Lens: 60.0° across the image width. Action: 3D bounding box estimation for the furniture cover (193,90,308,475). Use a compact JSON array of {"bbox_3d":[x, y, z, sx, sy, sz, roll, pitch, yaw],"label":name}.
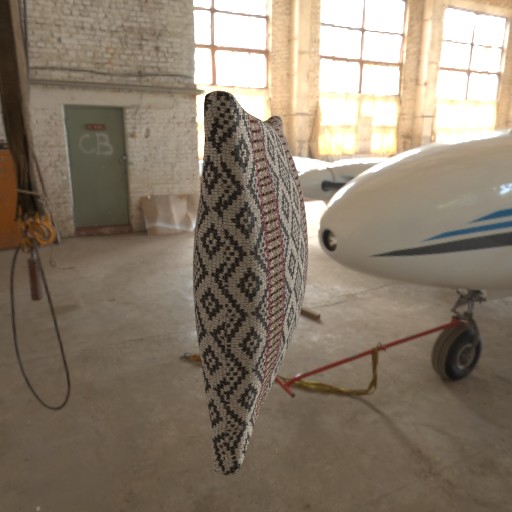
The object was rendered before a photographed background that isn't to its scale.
[{"bbox_3d":[0.000,0.000,0.789,0.182,0.506,0.503,3,15,10],"label":"furniture cover"}]
